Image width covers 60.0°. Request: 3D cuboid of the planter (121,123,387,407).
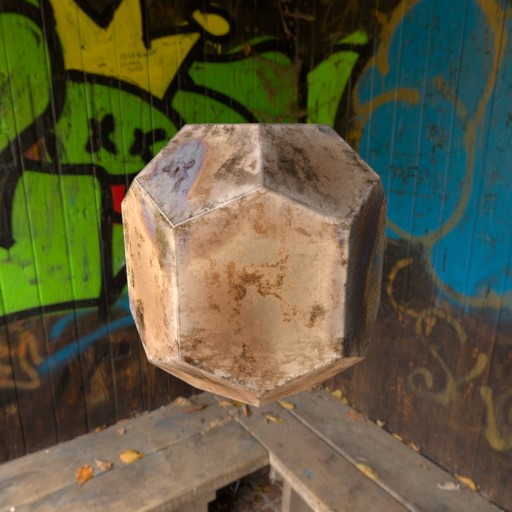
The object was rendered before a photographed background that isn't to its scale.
[{"bbox_3d":[0.000,0.000,0.419,0.221,0.238,0.243,8,17,27],"label":"planter"}]
